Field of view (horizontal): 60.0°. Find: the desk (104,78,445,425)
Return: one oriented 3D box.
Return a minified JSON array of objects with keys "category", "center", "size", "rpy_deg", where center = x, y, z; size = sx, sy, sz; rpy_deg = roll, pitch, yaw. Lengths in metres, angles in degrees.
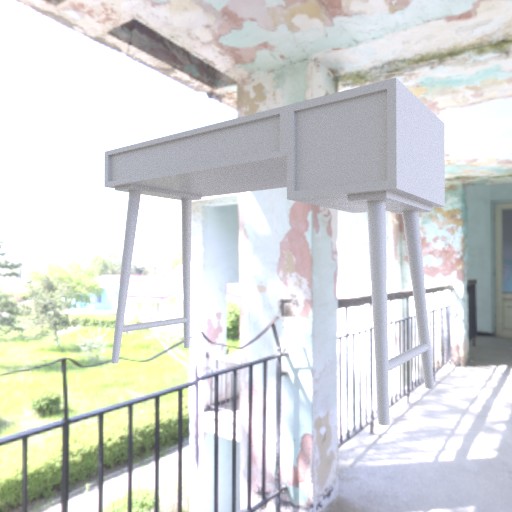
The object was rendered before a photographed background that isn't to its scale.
[{"category":"desk","center":[0.000,0.000,1.441],"size":[1.069,0.761,0.409],"rpy_deg":[-1,-1,37]}]
